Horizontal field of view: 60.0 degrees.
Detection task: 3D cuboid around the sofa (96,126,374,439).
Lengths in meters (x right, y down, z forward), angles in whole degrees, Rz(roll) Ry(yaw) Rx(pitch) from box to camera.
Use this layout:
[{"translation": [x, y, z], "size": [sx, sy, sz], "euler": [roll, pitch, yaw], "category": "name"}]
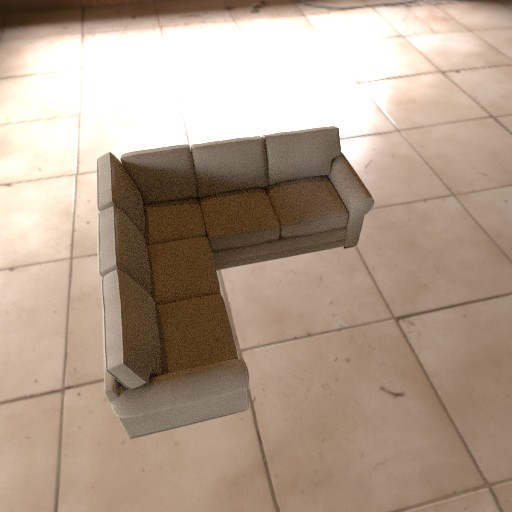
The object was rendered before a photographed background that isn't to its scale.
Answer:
[{"translation": [0.000, 0.000, 3.962], "size": [2.569, 1.054, 2.487], "euler": [-11, 48, -10], "category": "sofa"}]
